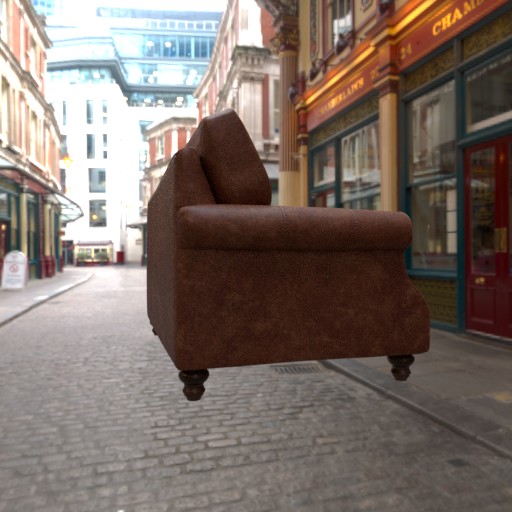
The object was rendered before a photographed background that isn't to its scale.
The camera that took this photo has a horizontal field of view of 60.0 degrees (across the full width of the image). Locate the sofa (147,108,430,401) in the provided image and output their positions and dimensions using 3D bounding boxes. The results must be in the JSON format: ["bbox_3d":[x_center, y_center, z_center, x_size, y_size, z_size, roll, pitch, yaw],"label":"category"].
[{"bbox_3d":[0.000,0.000,2.230,0.990,0.967,1.616,0,-1,-17],"label":"sofa"}]
